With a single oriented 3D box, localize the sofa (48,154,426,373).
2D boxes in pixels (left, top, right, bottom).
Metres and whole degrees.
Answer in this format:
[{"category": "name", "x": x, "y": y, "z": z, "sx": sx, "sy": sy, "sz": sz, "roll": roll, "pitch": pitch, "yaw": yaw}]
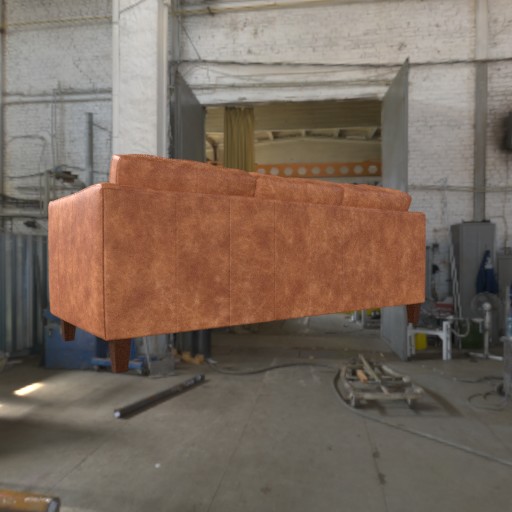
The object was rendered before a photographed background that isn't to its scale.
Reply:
[{"category": "sofa", "x": 0.000, "y": 0.000, "z": 3.018, "sx": 2.464, "sy": 1.006, "sz": 1.045, "roll": 0, "pitch": 1, "yaw": -37}]
